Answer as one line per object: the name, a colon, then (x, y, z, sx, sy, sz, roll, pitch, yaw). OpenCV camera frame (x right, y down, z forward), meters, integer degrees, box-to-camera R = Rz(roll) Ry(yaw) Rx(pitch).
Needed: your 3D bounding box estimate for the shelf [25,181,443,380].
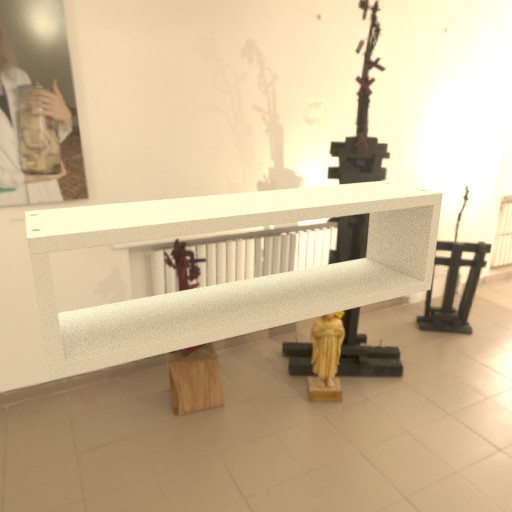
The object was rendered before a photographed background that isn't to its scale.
shelf: (0.000, 0.000, 0.680, 0.610, 0.170, 0.150, -9, 20, -26)
